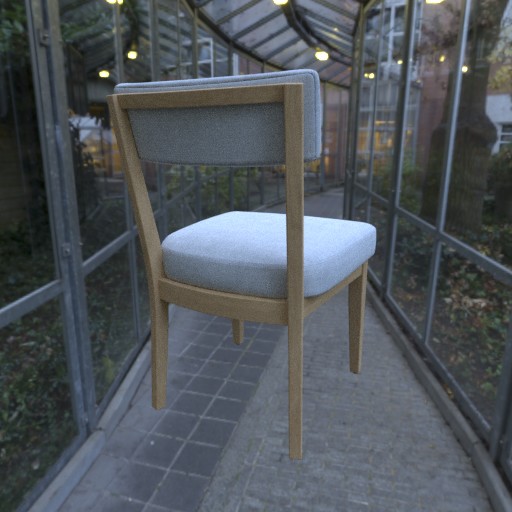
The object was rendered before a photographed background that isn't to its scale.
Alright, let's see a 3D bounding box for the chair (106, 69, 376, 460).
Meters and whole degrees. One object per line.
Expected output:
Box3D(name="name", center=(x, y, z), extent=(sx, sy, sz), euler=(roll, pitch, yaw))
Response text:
Box3D(name="chair", center=(0.000, 0.000, 1.170), extent=(0.508, 0.832, 0.572), euler=(8, 17, 27))
